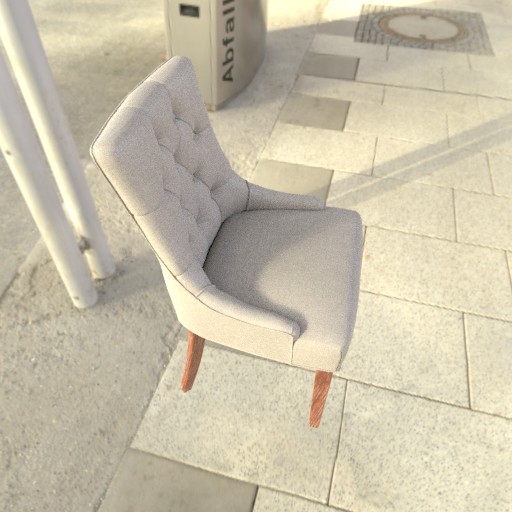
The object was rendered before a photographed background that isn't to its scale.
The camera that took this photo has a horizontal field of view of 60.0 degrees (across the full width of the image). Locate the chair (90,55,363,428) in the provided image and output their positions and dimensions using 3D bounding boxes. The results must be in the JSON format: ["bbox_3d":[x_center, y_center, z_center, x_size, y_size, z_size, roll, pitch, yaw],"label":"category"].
[{"bbox_3d":[0.000,0.000,1.197,0.565,0.874,0.509,9,46,9],"label":"chair"}]
